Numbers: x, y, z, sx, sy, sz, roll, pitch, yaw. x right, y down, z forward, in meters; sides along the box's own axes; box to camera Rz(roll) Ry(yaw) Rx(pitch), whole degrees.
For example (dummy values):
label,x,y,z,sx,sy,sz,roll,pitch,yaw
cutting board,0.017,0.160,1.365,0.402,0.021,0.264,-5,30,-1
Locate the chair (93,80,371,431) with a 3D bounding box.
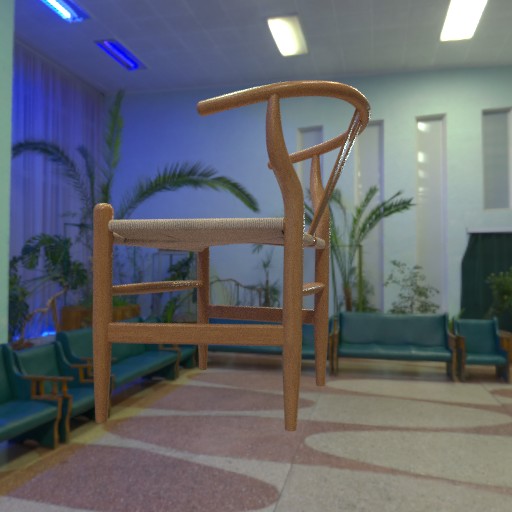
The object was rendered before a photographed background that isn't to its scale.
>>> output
label,x,y,z,sx,sy,sz,roll,pitch,yaw
chair,0.000,0.000,1.143,0.579,0.730,0.569,-1,-2,18
